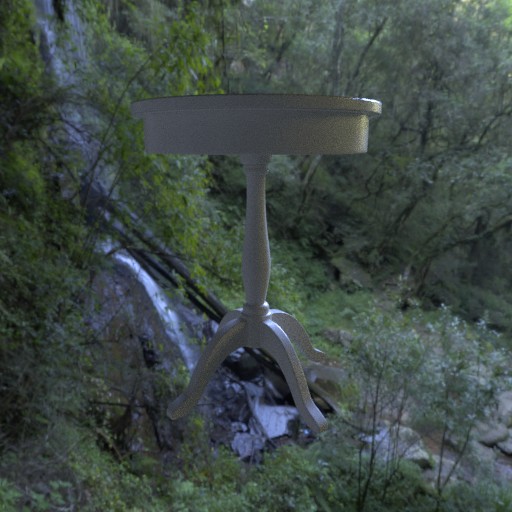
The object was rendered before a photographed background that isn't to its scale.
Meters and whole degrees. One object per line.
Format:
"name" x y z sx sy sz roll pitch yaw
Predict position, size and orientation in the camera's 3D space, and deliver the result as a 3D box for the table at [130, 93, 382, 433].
"table" 0.000 0.000 1.017 0.513 0.653 0.513 0 14 0
